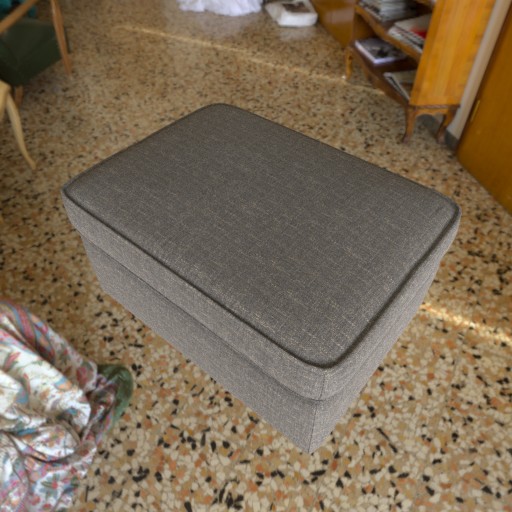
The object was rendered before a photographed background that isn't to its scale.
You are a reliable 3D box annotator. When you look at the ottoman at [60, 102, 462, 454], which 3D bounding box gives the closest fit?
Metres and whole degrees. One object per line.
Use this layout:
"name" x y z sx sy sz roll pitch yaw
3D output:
"ottoman" 0.000 0.000 1.089 0.749 0.450 0.549 31 54 26
